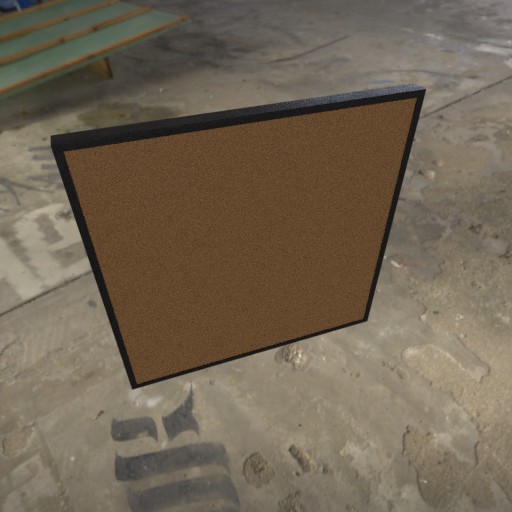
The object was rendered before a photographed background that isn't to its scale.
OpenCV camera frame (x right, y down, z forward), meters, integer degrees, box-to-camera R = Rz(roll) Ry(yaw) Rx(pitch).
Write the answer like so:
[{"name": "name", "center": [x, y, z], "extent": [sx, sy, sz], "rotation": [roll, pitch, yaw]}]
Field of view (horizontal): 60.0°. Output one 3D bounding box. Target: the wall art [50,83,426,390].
[{"name": "wall art", "center": [0.000, 0.000, 1.121], "extent": [0.763, 0.763, 0.039], "rotation": [-13, 43, -14]}]
